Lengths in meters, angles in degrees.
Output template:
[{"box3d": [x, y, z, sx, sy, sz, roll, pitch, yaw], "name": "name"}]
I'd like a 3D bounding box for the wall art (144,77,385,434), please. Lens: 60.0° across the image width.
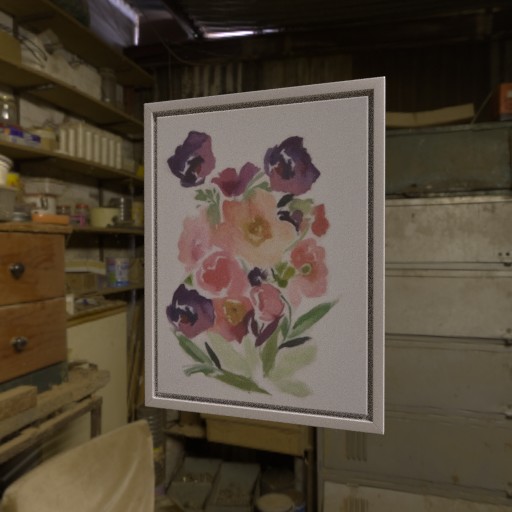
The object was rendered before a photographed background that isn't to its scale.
[{"box3d": [0.000, 0.000, 1.446, 0.805, 1.056, 0.042, 0, 1, 17], "name": "wall art"}]
